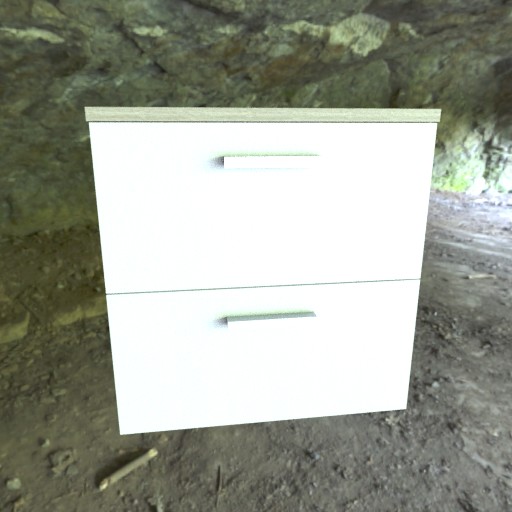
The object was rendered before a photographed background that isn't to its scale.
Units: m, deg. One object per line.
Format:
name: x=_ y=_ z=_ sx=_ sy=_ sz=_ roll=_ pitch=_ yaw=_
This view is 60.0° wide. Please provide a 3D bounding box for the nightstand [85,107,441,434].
nightstand: x=0.000 y=0.000 z=0.745 sx=0.442 sy=0.461 sz=0.325 roll=-2 pitch=16 yaw=-8
